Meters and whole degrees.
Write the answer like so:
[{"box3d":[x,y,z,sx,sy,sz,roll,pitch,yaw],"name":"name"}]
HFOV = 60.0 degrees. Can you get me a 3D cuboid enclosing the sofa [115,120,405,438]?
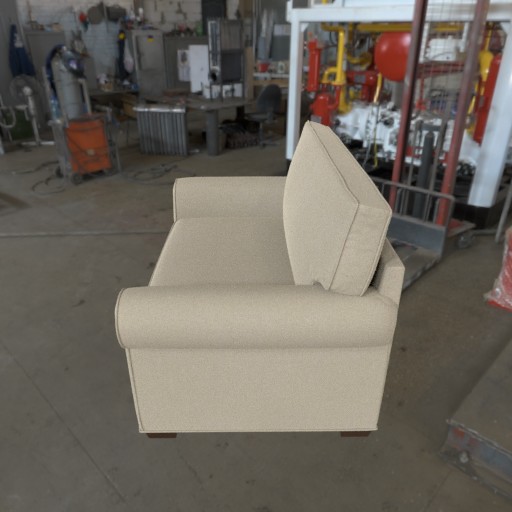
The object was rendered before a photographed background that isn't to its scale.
[{"box3d":[0.000,0.000,2.064,0.937,1.006,1.405,0,27,0],"name":"sofa"}]
